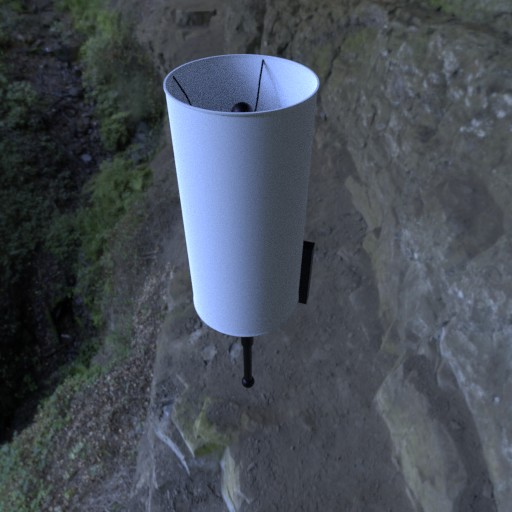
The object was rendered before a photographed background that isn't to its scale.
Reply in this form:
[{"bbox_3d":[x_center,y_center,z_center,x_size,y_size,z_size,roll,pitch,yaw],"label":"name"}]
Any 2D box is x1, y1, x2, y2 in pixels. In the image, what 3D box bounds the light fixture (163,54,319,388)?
[{"bbox_3d":[0.000,0.000,0.550,0.128,0.462,0.208,12,43,13],"label":"light fixture"}]
